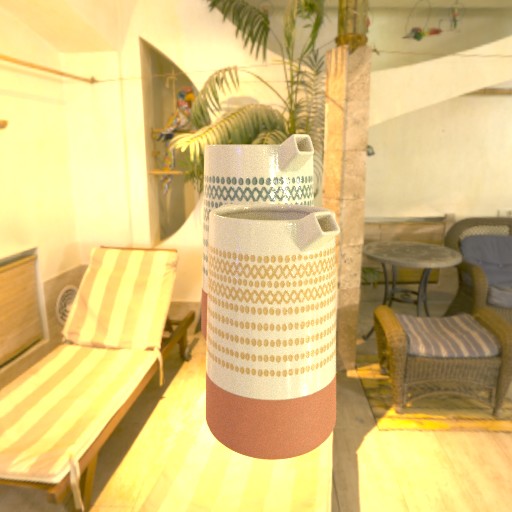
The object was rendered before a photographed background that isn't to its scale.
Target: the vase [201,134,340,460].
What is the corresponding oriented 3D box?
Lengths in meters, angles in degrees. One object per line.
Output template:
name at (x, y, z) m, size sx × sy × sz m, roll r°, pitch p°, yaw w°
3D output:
vase at (0.000, 0.000, 0.465) m, size 0.168 × 0.247 × 0.326 m, roll 2°, pitch 14°, yaw 8°
